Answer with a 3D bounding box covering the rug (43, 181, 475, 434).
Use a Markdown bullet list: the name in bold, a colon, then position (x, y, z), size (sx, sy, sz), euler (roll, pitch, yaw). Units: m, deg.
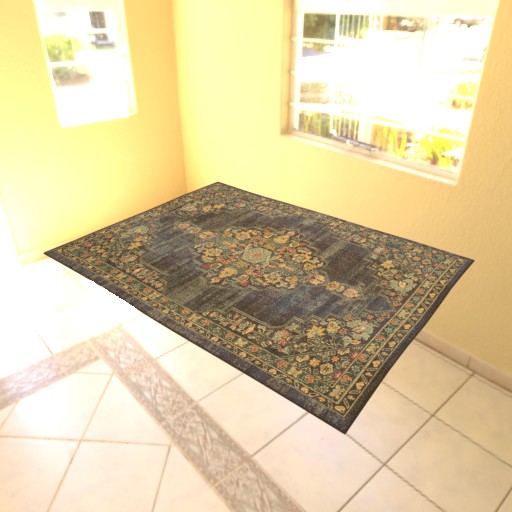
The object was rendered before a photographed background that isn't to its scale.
- **rug**: position (0.000, 0.000, 4.627), size (3.612, 0.035, 2.716), euler (22, 37, 33)
